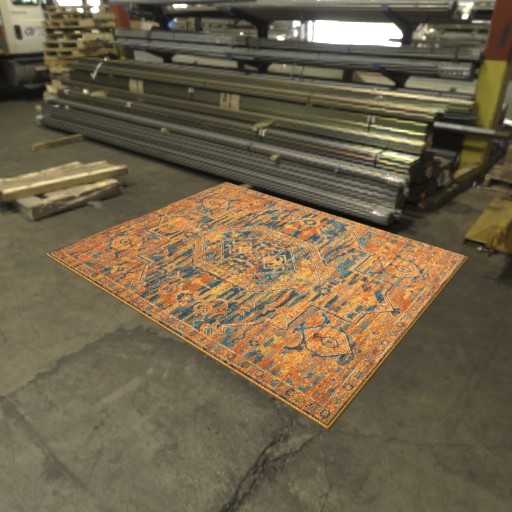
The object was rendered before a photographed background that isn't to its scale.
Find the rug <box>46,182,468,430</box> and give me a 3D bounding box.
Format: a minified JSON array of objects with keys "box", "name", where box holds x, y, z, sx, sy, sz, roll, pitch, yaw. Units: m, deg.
[{"box":[0.000,0.000,4.080,3.040,0.031,2.435,22,37,33],"name":"rug"}]
